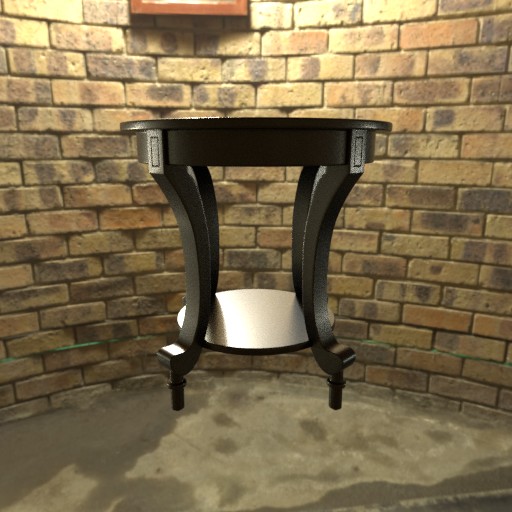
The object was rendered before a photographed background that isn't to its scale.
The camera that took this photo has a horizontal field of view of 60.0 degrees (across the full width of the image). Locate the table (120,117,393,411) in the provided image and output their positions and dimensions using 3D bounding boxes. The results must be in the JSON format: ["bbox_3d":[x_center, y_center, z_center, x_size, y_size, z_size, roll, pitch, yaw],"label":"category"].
[{"bbox_3d":[0.000,0.000,1.086,0.597,0.618,0.597,0,14,0],"label":"table"}]
